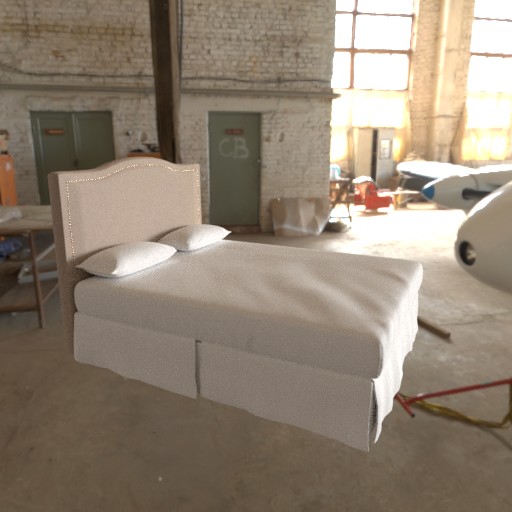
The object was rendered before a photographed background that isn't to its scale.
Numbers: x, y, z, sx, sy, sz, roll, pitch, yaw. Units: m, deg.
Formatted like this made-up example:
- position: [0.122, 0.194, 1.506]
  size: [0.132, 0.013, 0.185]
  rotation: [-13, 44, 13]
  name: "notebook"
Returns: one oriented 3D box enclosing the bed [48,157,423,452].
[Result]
- position: [0.000, 0.000, 3.351]
  size: [2.282, 1.436, 1.821]
  rotation: [7, 16, 26]
  name: "bed"
